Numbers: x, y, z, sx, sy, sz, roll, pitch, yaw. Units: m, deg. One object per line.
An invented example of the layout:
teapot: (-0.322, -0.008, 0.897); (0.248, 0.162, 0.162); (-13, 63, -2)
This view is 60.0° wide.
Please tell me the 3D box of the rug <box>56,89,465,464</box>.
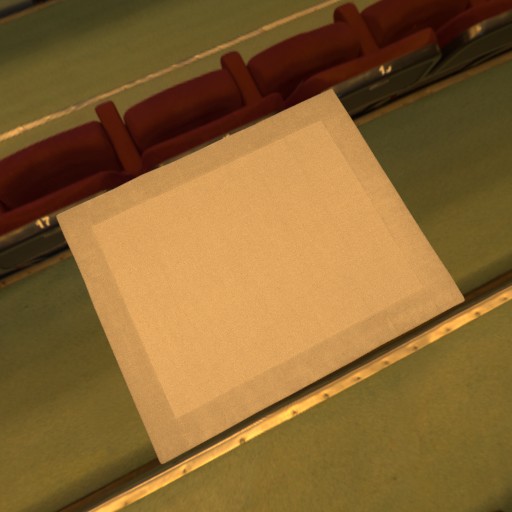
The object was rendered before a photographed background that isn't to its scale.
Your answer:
rug: (0.000, 0.000, 4.046); (2.976, 0.018, 2.430); (-26, 77, -7)
